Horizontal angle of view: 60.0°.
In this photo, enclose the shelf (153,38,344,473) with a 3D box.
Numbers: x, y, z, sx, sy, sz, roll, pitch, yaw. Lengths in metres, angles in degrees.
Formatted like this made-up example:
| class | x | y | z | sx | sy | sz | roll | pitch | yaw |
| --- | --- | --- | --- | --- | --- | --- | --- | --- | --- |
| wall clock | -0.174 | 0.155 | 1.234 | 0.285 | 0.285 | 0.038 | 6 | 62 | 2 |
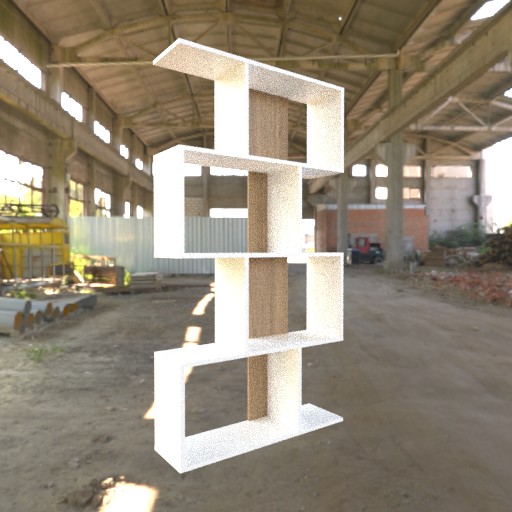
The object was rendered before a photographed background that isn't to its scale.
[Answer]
| class | x | y | z | sx | sy | sz | roll | pitch | yaw |
| --- | --- | --- | --- | --- | --- | --- | --- | --- | --- |
| shelf | 0.000 | 0.000 | 2.039 | 0.890 | 1.650 | 0.250 | -1 | 1 | -36 |
